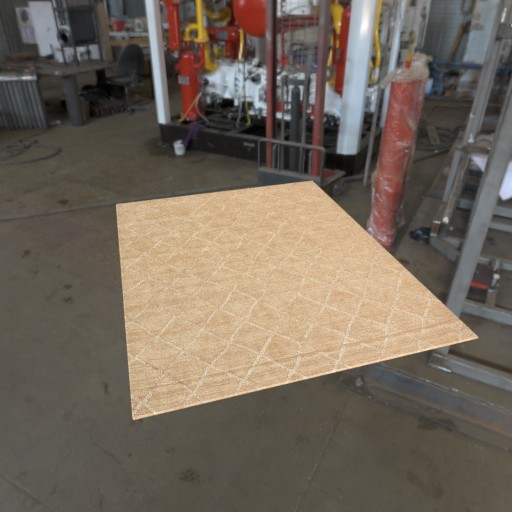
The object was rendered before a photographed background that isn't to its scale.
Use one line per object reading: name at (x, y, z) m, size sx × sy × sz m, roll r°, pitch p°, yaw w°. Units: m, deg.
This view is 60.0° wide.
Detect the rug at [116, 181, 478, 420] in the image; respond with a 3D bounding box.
rug at (0.000, 0.000, 4.119) m, size 2.420 × 0.019 × 3.039 m, roll -9°, pitch 33°, yaw -14°
